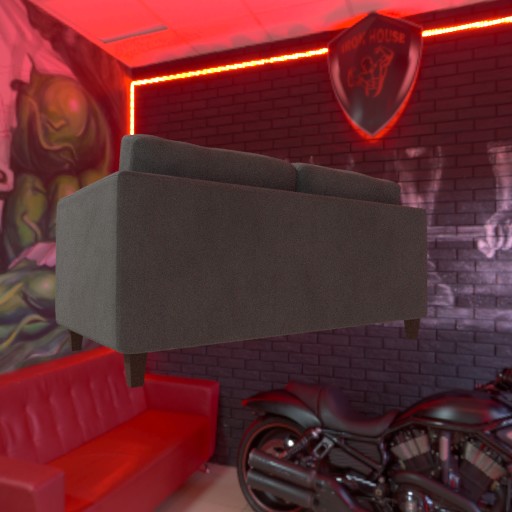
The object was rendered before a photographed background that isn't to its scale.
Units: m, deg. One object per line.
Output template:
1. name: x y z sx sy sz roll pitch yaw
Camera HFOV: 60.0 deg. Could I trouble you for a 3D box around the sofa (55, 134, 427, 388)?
1. sofa: 0.000 0.000 2.437 1.884 0.963 0.950 1 -1 -37
